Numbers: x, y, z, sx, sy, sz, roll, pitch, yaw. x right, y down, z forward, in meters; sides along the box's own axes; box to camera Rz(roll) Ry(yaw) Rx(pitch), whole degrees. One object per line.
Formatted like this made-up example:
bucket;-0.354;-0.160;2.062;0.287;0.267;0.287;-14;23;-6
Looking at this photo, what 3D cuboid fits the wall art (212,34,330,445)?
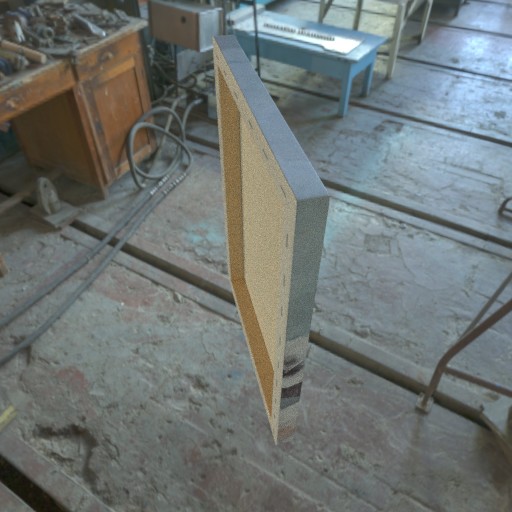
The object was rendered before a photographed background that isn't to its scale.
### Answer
wall art;0.000;0.000;0.810;0.037;0.613;0.455;-10;47;-10
